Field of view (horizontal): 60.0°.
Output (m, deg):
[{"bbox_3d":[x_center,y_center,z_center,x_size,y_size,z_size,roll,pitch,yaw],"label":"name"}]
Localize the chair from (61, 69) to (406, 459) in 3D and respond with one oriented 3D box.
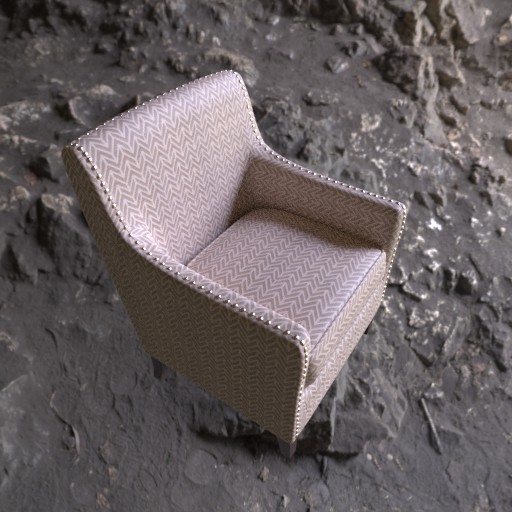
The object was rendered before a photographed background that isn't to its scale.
[{"bbox_3d":[0.000,0.000,1.290,0.651,0.816,0.623,24,47,25],"label":"chair"}]
